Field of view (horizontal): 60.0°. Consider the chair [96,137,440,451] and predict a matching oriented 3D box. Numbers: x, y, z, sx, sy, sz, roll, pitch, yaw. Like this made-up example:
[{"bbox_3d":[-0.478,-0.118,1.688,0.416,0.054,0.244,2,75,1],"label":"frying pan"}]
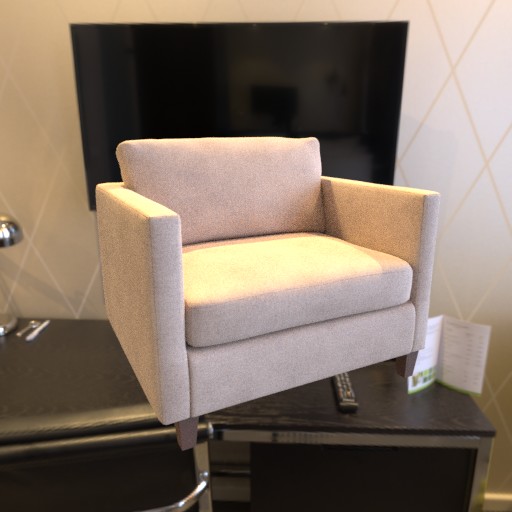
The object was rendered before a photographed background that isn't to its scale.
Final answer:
[{"bbox_3d":[0.000,0.000,1.856,1.133,0.961,0.959,-8,17,-26],"label":"chair"}]
